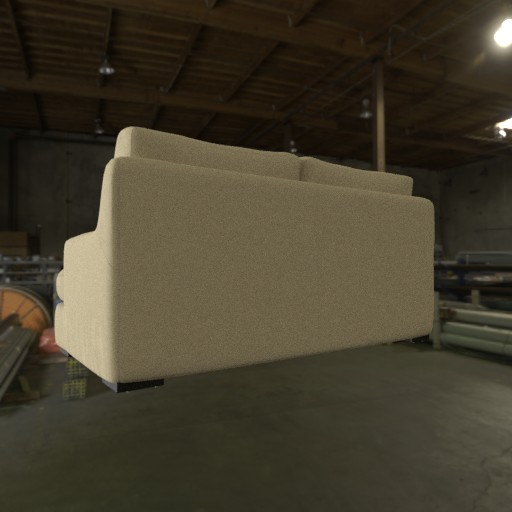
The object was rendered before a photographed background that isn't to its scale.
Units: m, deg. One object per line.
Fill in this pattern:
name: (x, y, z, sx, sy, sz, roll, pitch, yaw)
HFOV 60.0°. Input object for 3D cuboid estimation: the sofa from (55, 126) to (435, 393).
sofa: (0.000, 0.000, 2.400, 1.885, 0.967, 0.962, 1, -1, -35)
